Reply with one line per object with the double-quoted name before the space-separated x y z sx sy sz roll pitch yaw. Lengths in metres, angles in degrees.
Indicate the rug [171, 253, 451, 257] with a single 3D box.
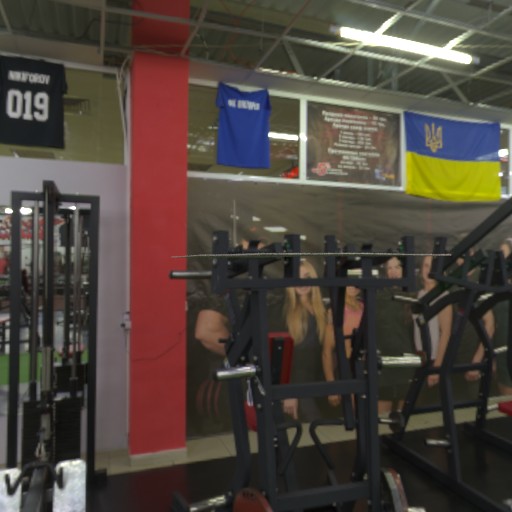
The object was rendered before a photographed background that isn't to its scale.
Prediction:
"rug" 0.000 0.000 2.531 0.697 0.013 2.335 0 0 -17
